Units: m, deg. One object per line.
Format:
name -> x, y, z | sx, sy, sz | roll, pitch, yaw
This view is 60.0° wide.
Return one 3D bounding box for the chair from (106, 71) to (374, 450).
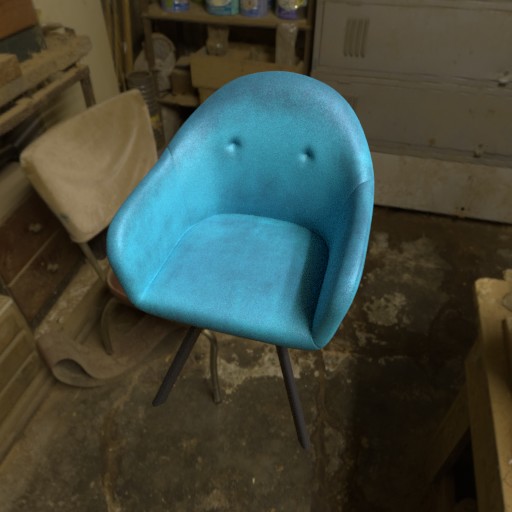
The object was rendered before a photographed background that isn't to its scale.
chair -> 0.000, 0.000, 1.169 | 0.540, 0.780, 0.570 | 11, 43, 12
